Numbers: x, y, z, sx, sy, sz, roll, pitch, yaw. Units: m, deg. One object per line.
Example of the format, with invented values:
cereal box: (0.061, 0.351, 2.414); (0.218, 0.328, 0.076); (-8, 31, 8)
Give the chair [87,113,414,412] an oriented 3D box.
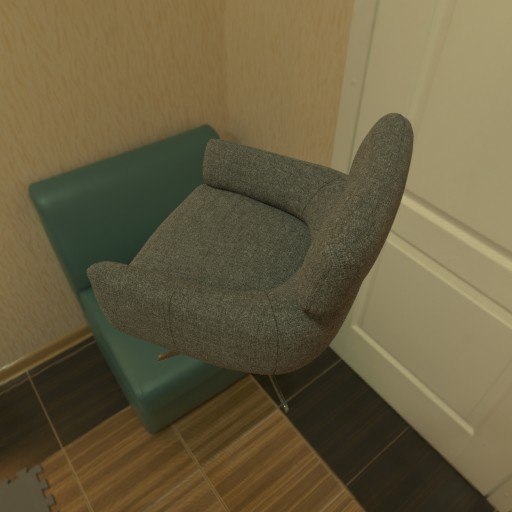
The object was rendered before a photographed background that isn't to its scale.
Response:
chair: (0.000, 0.000, 1.331); (0.715, 0.812, 0.706); (17, 48, 16)
